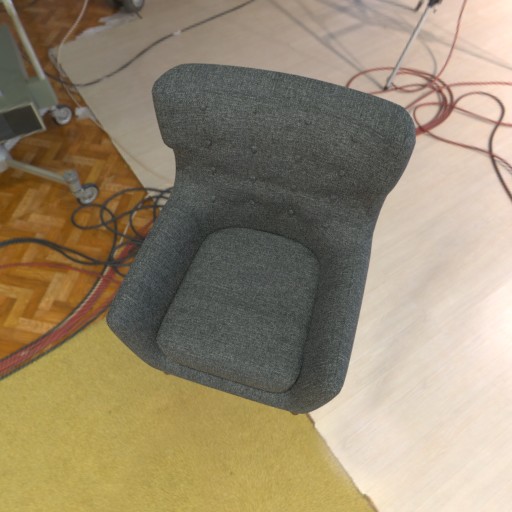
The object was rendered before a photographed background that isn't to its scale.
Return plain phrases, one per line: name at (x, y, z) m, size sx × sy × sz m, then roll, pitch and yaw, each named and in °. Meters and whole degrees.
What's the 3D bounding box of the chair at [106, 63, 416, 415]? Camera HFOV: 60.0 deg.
chair at (0.000, 0.000, 1.719) m, size 0.878 × 1.063 × 0.904 m, roll 15°, pitch 59°, yaw 9°
